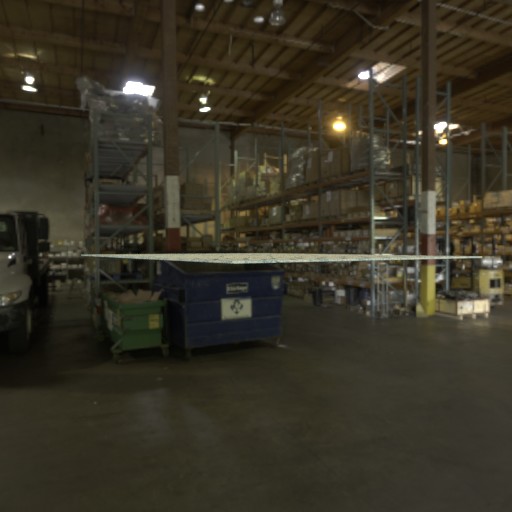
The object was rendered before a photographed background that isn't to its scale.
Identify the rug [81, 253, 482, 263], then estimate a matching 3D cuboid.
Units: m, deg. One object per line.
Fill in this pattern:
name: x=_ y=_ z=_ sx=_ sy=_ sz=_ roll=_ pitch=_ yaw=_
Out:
rug: x=0.000 y=0.000 z=4.204 sx=2.441 sy=0.013 sz=3.056 roll=-1 pitch=1 yaw=-35
